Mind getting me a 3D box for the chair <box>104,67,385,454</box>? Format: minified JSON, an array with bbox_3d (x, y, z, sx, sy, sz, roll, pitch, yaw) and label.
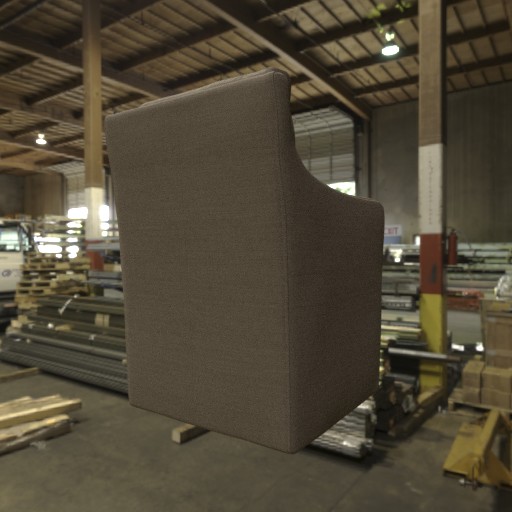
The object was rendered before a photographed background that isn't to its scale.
[{"bbox_3d":[0.000,0.000,1.383,0.626,0.914,0.694,1,1,35],"label":"chair"}]
